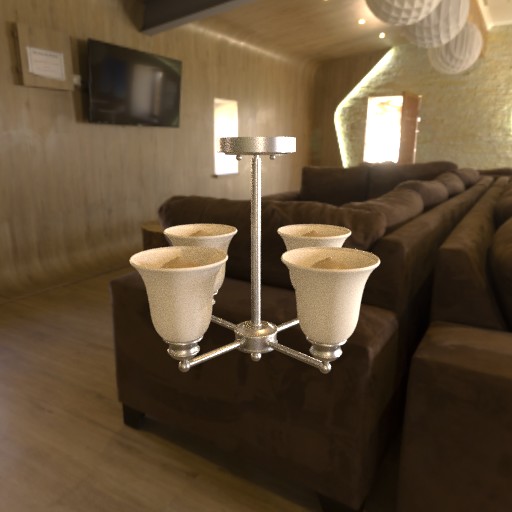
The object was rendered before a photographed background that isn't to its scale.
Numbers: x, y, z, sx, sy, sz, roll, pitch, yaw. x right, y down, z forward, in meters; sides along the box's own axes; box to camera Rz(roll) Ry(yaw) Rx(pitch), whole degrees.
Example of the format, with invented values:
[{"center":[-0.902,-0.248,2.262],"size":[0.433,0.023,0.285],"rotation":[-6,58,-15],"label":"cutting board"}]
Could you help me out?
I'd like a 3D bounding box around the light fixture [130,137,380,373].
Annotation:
[{"center":[0.000,0.000,0.718],"size":[0.427,0.370,0.427],"rotation":[-13,18,-42],"label":"light fixture"}]
